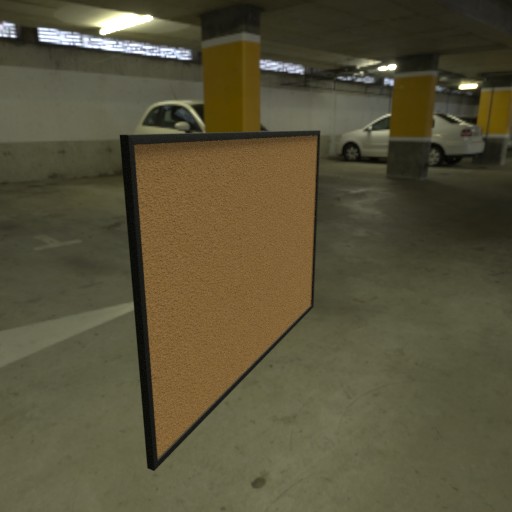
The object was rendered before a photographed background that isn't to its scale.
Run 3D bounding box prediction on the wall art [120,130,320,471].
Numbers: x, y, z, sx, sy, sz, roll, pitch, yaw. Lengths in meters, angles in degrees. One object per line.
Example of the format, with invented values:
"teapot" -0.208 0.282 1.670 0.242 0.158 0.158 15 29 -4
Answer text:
"wall art" 0.000 0.000 0.850 0.013 0.458 0.664 8 18 26
